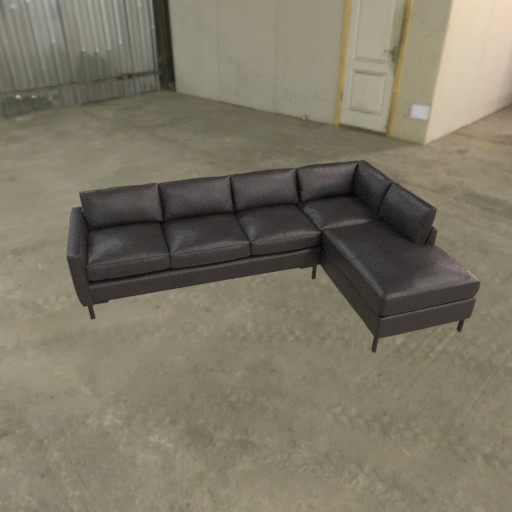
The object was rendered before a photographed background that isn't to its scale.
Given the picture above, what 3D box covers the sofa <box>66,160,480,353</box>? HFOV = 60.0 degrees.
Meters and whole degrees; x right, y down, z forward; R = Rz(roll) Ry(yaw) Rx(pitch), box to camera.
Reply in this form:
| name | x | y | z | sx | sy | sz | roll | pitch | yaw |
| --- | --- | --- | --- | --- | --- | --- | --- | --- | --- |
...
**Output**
| name | x | y | z | sx | sy | sz | roll | pitch | yaw |
| --- | --- | --- | --- | --- | --- | --- | --- | --- | --- |
| sofa | 0.000 | 0.000 | 3.763 | 2.984 | 0.877 | 1.938 | -9 | 33 | -14 |
